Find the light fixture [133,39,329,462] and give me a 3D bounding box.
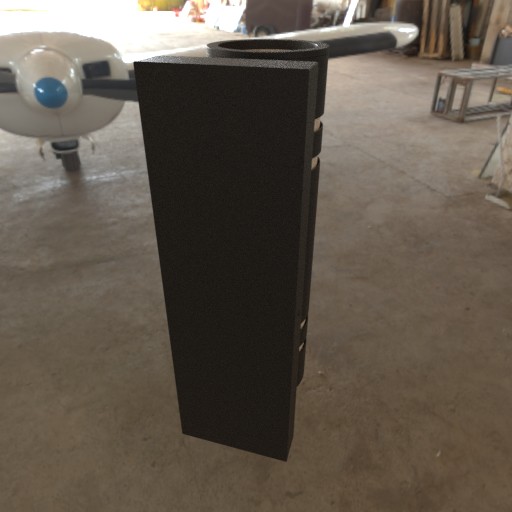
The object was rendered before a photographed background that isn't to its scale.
[{"bbox_3d":[0.000,0.000,0.389,0.105,0.330,0.149,9,32,14],"label":"light fixture"}]
